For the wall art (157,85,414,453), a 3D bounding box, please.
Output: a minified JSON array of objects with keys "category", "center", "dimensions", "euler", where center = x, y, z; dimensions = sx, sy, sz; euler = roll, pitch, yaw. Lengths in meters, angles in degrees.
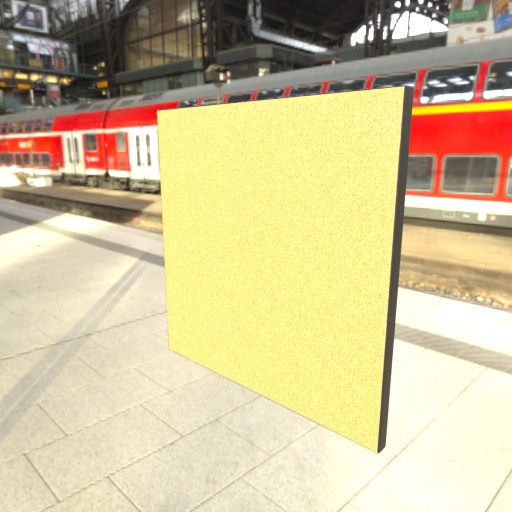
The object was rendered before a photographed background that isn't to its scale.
[{"category":"wall art","center":[0.000,0.000,0.682],"dimensions":[0.456,0.453,0.022],"euler":[12,18,42]}]
